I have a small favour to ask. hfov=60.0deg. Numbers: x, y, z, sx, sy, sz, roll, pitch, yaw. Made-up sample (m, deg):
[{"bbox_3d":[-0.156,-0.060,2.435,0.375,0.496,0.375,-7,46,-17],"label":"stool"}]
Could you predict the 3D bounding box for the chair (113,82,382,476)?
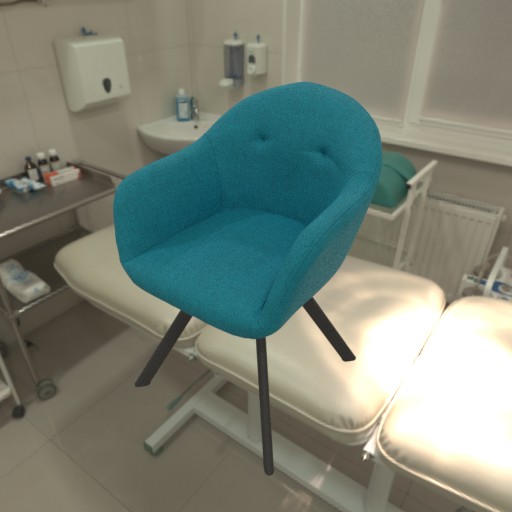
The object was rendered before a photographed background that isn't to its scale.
[{"bbox_3d":[0.000,0.000,1.161,0.545,0.775,0.565,21,38,30],"label":"chair"}]
